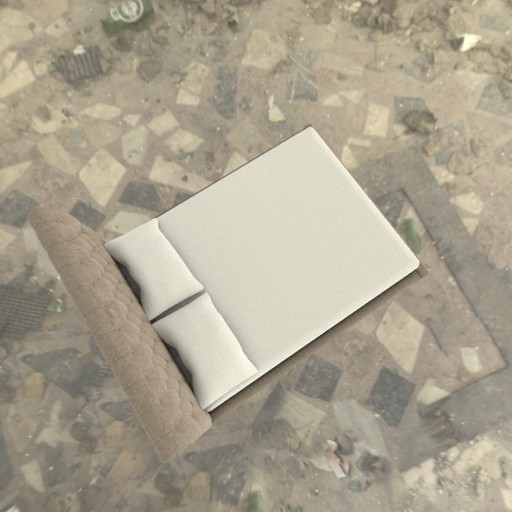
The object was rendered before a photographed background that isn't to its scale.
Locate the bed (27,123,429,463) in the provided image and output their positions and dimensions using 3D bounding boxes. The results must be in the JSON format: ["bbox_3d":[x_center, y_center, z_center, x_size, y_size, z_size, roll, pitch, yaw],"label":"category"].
[{"bbox_3d":[0.000,0.000,3.272,2.252,1.371,1.645,-33,76,-9],"label":"bed"}]
